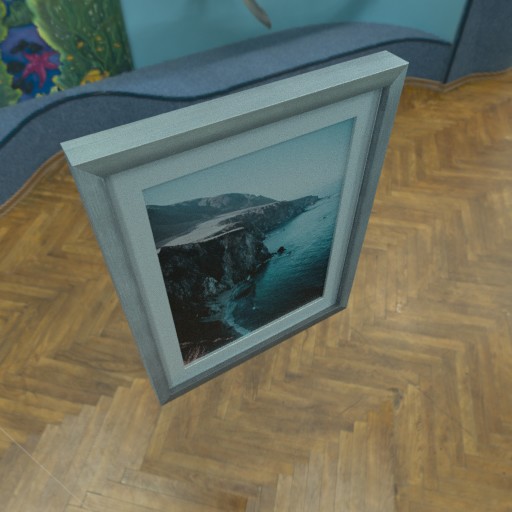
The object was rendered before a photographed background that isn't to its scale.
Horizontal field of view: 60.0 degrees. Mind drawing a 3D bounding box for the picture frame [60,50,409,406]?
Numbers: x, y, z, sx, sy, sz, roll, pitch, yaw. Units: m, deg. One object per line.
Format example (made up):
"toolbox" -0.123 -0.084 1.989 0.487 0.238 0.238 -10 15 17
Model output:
"picture frame" 0.000 0.000 0.732 0.449 0.555 0.046 -24 52 -20
